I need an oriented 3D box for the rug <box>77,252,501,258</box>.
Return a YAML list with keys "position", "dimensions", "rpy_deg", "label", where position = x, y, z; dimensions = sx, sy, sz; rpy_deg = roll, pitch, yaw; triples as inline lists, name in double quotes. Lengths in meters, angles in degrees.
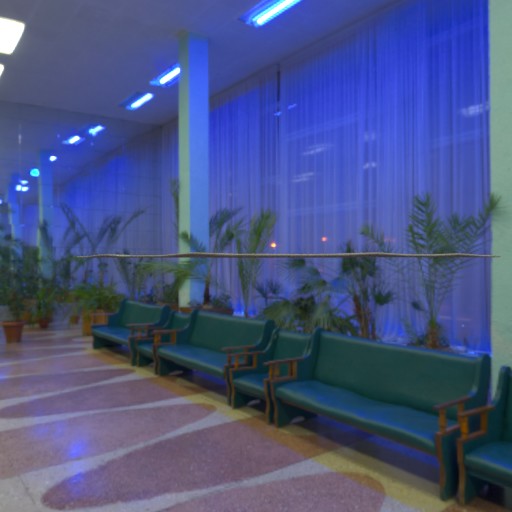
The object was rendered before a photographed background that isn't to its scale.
- position: [0.000, 0.000, 4.191]
  dimensions: [2.428, 0.027, 3.333]
  rpy_deg: [0, 0, -36]
  label: "rug"
